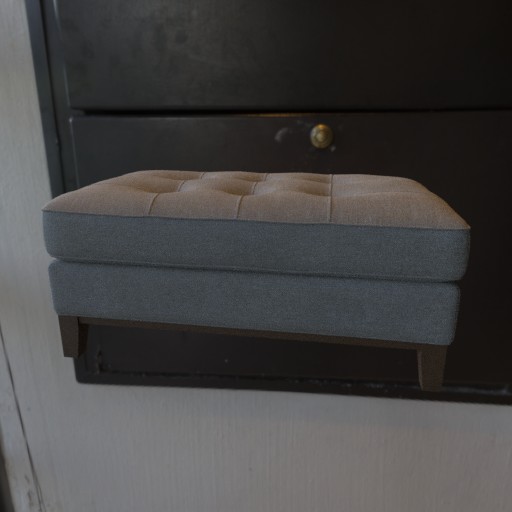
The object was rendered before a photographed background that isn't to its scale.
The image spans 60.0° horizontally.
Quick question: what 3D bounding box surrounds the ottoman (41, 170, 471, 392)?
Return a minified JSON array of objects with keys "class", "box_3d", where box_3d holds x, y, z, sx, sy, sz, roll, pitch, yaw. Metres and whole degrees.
[{"class":"ottoman","box_3d":[0.000,0.000,1.463,1.143,0.514,0.648,3,18,9]}]
